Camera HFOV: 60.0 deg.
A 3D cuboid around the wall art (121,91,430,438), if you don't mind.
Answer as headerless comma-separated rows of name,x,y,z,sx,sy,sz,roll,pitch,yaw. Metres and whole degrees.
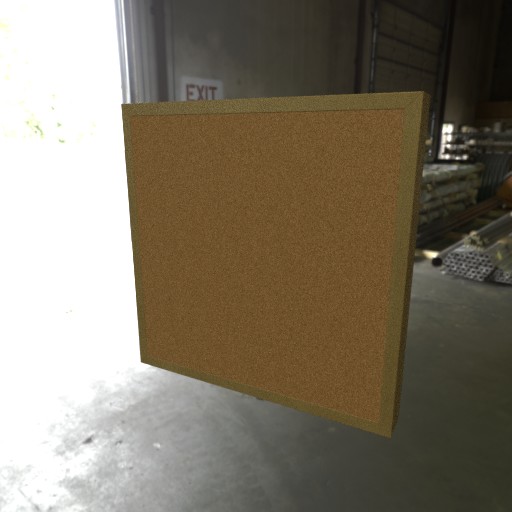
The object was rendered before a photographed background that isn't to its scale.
wall art,0.000,0.000,0.458,0.305,0.305,0.038,8,17,27
